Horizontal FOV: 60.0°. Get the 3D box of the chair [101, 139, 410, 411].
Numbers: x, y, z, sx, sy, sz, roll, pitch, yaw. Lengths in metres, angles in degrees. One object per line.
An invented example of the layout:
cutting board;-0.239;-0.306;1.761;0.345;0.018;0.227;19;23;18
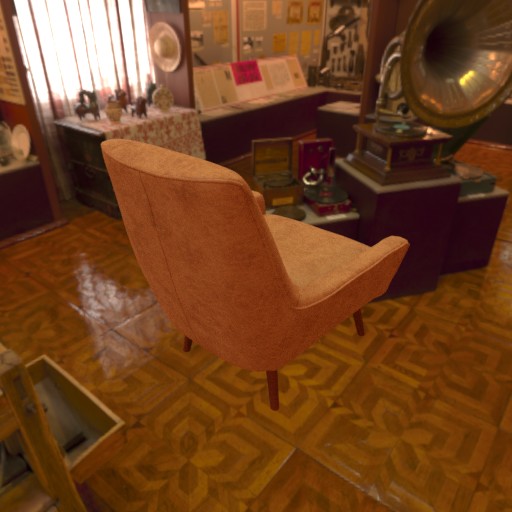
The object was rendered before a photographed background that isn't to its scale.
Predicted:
chair;0.000;0.000;1.524;0.753;0.883;0.851;23;37;34
